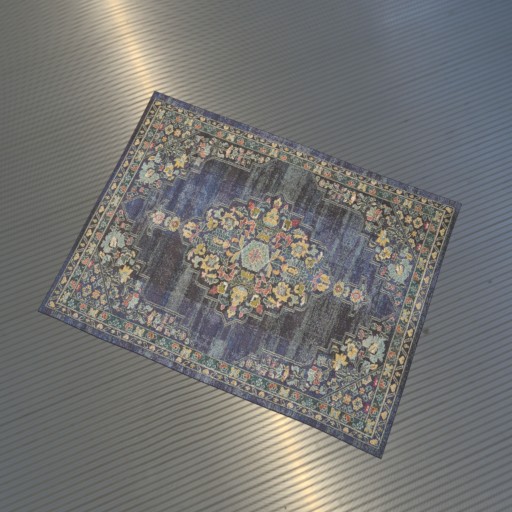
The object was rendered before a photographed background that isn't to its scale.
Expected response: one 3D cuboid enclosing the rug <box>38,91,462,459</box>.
[{"bbox_3d":[0.000,0.000,4.554,3.612,0.035,2.716,22,77,5],"label":"rug"}]
